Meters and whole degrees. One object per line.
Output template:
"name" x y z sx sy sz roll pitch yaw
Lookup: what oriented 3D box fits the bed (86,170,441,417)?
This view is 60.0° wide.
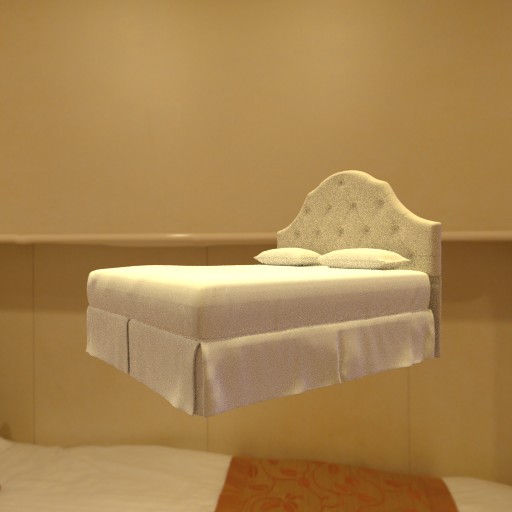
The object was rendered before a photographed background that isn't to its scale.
"bed" 0.000 0.000 3.627 2.214 1.615 2.008 0 1 -37
